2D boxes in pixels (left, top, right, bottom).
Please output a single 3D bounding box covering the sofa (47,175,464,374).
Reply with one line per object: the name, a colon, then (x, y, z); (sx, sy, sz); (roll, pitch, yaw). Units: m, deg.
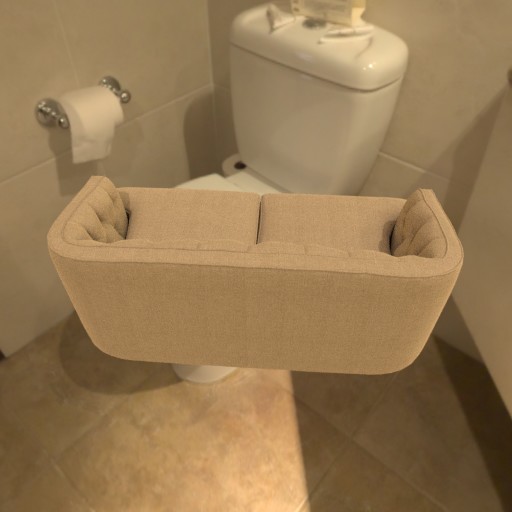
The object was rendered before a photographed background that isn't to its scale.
sofa: (0.000, 0.000, 2.236); (1.733, 0.855, 0.941); (3, 46, 3)
